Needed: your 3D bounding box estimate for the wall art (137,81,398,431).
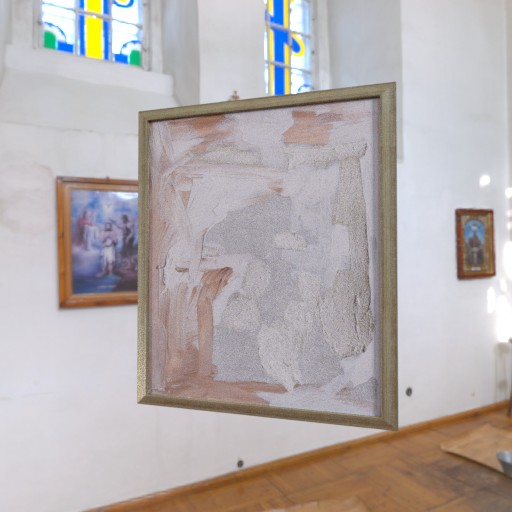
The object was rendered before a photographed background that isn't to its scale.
[{"bbox_3d":[0.000,0.000,0.920,0.559,0.660,0.018,0,-1,17],"label":"wall art"}]
